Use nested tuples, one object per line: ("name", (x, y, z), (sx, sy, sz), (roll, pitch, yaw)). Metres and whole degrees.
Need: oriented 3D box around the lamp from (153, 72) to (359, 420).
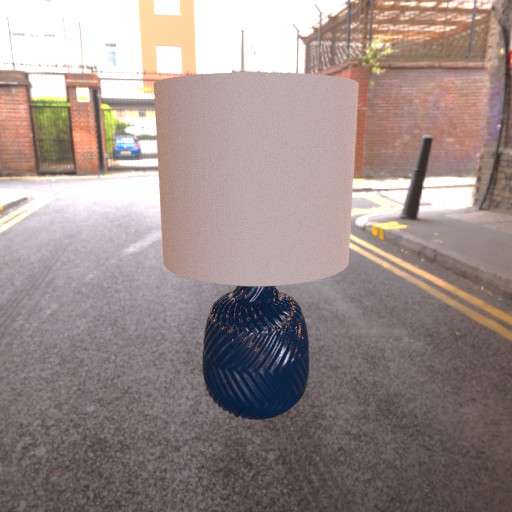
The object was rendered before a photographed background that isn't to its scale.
("lamp", (0.000, 0.000, 0.495), (0.203, 0.368, 0.203), (7, 17, 26))
